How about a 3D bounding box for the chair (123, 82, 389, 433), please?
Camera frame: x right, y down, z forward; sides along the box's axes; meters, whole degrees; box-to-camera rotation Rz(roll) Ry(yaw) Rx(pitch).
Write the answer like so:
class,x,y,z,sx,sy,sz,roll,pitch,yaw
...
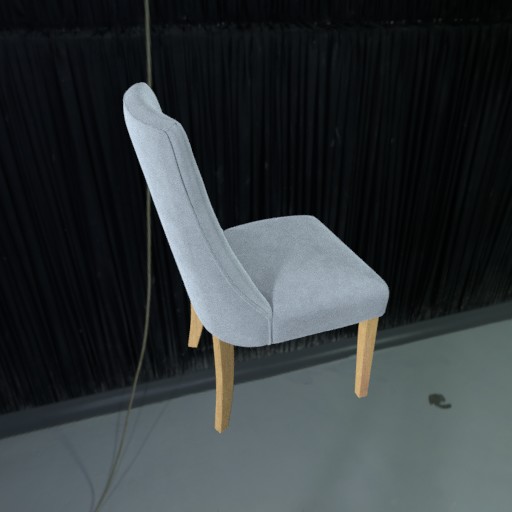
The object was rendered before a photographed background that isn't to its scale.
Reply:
class,x,y,z,sx,sy,sz,roll,pitch,yaw
chair,0.000,0.000,1.272,0.610,0.902,0.495,-10,32,-17
